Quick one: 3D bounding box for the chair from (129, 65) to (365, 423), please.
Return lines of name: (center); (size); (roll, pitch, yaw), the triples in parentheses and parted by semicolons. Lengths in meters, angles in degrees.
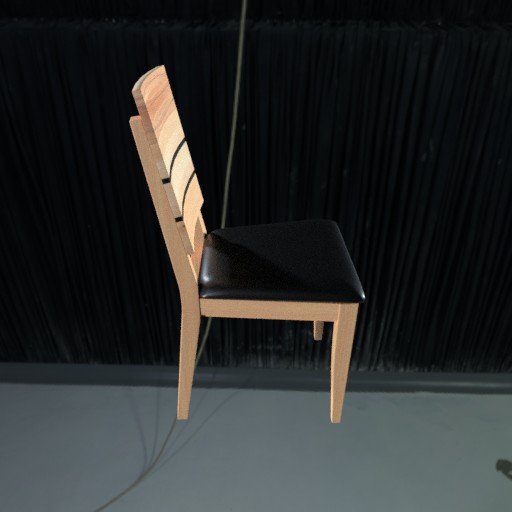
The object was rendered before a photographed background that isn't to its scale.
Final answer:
chair: (0.000, 0.000, 1.227); (0.520, 0.940, 0.410); (-1, 31, -1)
